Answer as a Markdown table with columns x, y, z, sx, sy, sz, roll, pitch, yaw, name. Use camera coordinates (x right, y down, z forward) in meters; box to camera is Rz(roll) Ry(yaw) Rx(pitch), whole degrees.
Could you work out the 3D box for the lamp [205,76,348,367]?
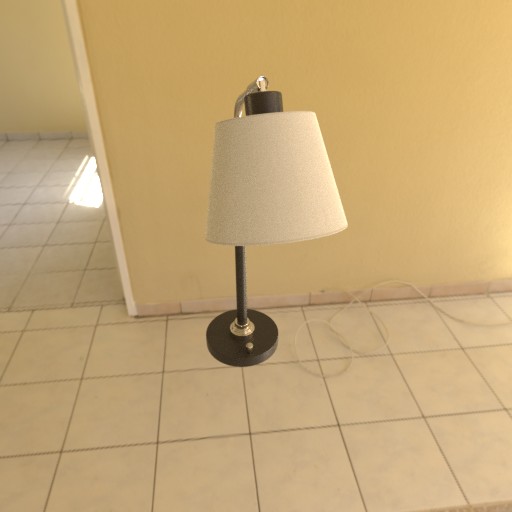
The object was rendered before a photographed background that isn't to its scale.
| x | y | z | sx | sy | sz | roll | pitch | yaw | name |
| --- | --- | --- | --- | --- | --- | --- | --- | --- | --- |
| 0.000 | 0.000 | 0.691 | 0.181 | 0.539 | 0.348 | -9 | 34 | -14 | lamp |
